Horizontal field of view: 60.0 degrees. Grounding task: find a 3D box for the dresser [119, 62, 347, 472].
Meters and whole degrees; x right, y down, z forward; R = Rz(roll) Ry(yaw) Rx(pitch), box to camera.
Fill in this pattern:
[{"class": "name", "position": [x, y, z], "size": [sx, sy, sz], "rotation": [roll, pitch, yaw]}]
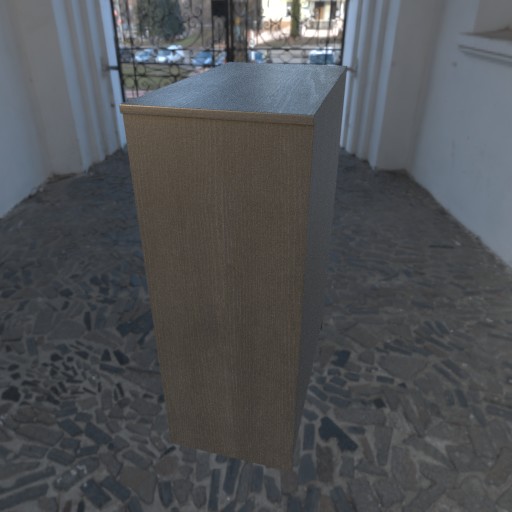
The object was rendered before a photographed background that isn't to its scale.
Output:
[{"class": "dresser", "position": [0.000, 0.000, 1.371], "size": [0.398, 1.020, 0.700], "rotation": [8, 31, 13]}]
